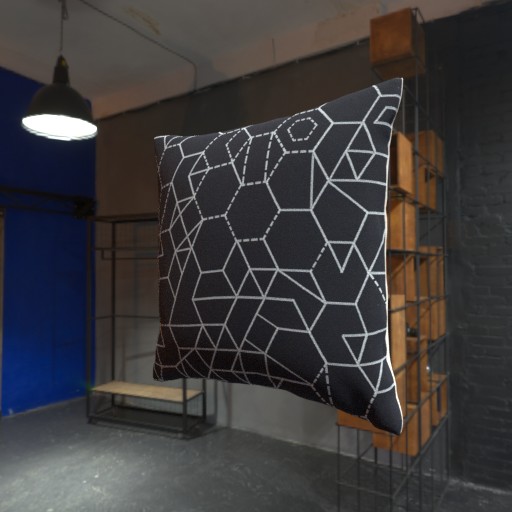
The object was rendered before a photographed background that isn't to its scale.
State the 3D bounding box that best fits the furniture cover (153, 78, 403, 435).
[{"bbox_3d":[0.000,0.000,0.777,0.517,0.508,0.158,-1,-2,36],"label":"furniture cover"}]
